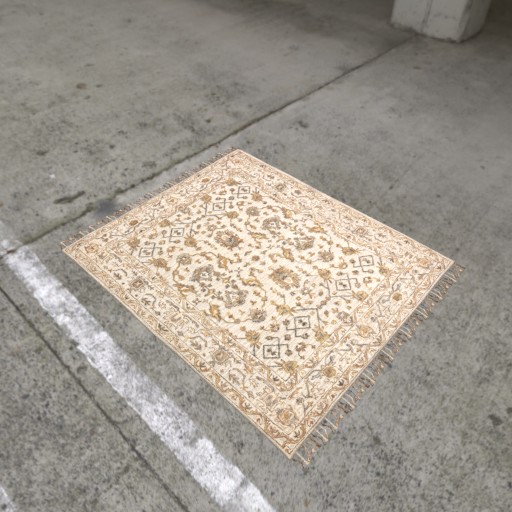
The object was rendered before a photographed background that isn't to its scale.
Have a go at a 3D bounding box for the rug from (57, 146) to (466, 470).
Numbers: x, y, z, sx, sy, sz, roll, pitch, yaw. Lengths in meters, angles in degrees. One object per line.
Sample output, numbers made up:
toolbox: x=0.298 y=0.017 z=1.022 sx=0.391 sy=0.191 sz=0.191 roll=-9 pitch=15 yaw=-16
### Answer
rug: x=0.000 y=0.000 z=4.176 sx=3.061 sy=0.034 sz=2.426 roll=34 pitch=54 yaw=28
